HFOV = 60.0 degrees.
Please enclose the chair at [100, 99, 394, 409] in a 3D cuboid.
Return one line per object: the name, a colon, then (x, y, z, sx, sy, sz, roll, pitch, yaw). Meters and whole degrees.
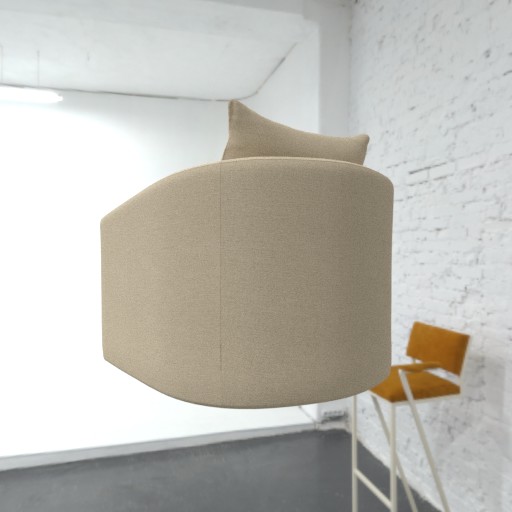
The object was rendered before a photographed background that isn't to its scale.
chair: (0.000, 0.000, 1.573, 0.845, 0.848, 0.910, 0, 0, -36)
